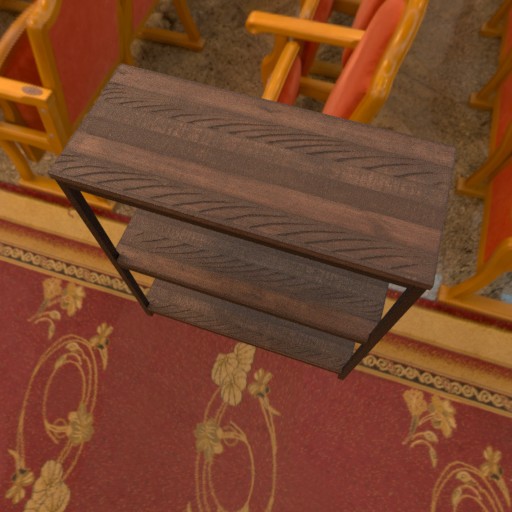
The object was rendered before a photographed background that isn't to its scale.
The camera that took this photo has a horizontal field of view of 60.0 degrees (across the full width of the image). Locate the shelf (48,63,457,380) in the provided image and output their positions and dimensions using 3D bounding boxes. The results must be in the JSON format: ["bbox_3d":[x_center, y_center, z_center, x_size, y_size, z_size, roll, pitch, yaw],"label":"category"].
[{"bbox_3d":[0.000,0.000,1.389,0.822,0.947,0.352,17,65,8],"label":"shelf"}]
